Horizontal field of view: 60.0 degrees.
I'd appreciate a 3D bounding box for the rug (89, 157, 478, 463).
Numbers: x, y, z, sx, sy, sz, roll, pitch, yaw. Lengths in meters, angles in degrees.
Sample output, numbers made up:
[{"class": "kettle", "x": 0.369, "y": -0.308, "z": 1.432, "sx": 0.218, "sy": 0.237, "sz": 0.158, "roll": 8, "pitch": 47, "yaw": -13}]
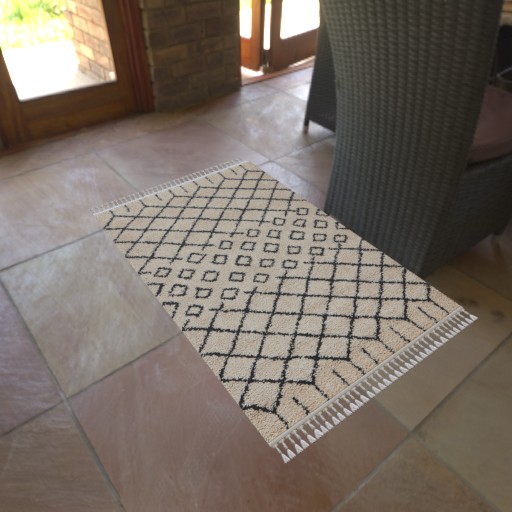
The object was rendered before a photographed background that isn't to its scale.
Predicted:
[{"class": "rug", "x": 0.000, "y": 0.000, "z": 2.486, "sx": 1.196, "sy": 0.008, "sz": 2.006, "roll": -25, "pitch": 47, "yaw": -26}]
